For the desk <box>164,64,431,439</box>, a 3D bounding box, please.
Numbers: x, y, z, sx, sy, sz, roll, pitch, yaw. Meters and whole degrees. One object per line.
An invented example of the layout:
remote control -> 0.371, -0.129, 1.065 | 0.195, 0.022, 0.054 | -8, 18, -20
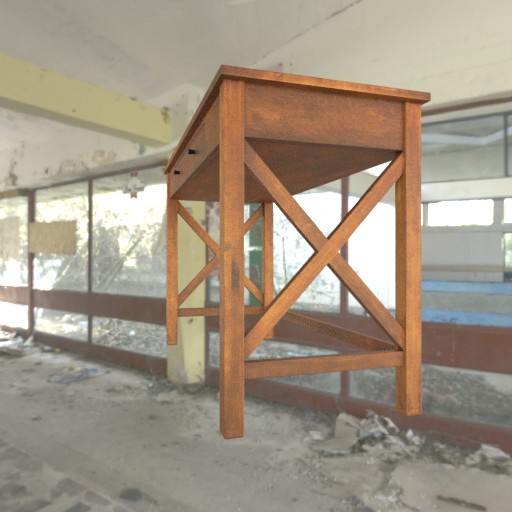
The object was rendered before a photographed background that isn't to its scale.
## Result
desk -> 0.000, 0.000, 1.495 | 0.508, 0.762, 1.117 | 0, 0, -18
